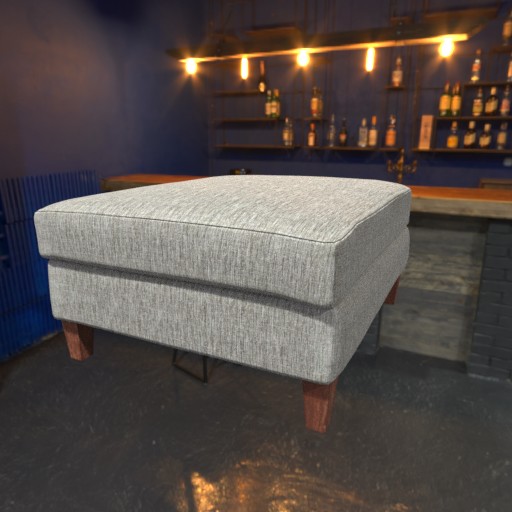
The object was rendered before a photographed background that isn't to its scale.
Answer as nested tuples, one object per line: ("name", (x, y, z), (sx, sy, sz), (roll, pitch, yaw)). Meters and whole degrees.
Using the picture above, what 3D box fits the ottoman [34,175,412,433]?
("ottoman", (0.000, 0.000, 1.442), (0.839, 0.492, 0.994), (7, 17, 25))
